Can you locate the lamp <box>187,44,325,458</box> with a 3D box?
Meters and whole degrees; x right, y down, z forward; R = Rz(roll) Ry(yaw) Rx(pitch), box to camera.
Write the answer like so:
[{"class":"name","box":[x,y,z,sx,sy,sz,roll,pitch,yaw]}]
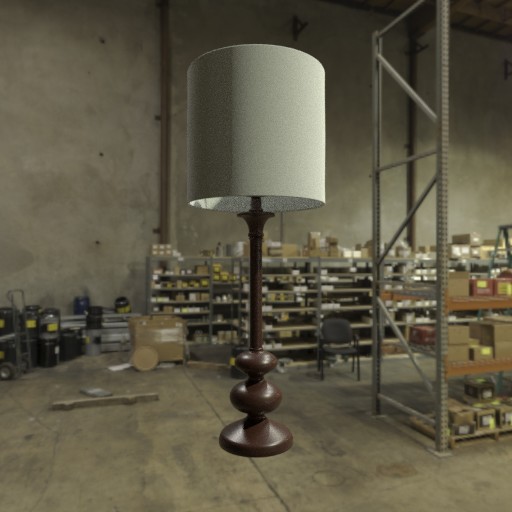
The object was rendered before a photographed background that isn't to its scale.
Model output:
[{"class":"lamp","box":[0.000,0.000,0.823,0.254,0.690,0.254,0,0,-20]}]
